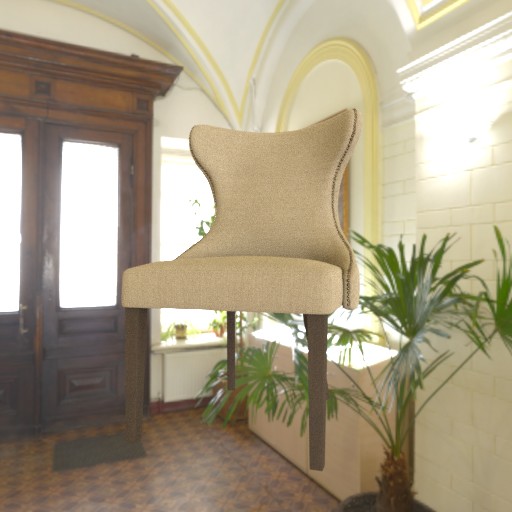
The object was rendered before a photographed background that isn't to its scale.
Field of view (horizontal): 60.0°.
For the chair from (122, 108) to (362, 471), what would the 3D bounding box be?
[{"bbox_3d":[0.000,0.000,1.362,0.628,0.967,0.635,0,-1,18],"label":"chair"}]
